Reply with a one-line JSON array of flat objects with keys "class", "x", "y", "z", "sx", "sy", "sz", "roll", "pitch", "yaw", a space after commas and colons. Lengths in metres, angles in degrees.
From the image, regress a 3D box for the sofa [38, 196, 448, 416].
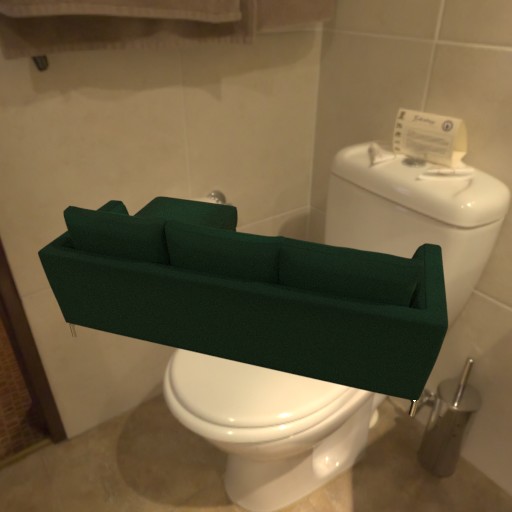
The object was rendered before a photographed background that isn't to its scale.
[{"class": "sofa", "x": 0.000, "y": 0.000, "z": 3.203, "sx": 2.441, "sy": 1.007, "sz": 1.489, "roll": 9, "pitch": 33, "yaw": 15}]
